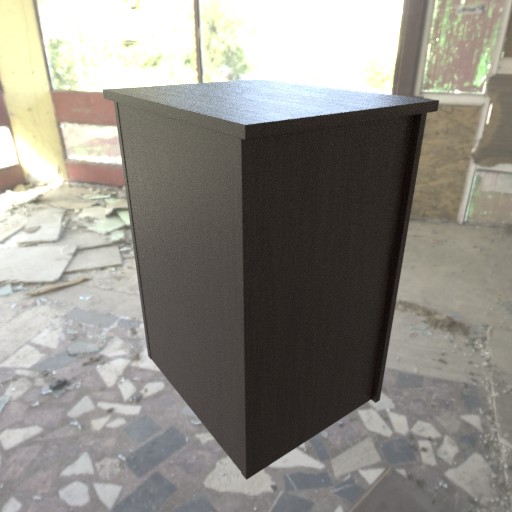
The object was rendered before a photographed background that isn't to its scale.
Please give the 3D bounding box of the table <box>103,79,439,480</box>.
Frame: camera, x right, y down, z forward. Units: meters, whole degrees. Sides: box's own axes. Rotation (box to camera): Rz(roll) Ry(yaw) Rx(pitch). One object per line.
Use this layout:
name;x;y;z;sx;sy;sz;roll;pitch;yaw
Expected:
table;0.000;0.000;0.920;0.381;0.635;0.480;-18;31;-32
